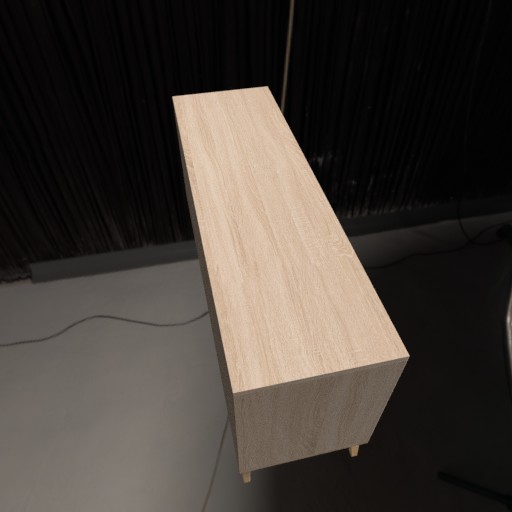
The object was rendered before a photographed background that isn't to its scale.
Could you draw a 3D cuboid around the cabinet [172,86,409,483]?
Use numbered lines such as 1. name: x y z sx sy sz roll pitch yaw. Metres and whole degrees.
1. cabinet: 0.000 0.000 2.029 0.500 0.780 1.649 -9 47 -9
